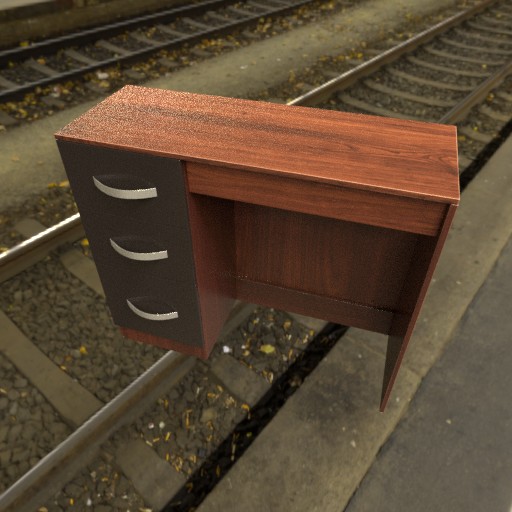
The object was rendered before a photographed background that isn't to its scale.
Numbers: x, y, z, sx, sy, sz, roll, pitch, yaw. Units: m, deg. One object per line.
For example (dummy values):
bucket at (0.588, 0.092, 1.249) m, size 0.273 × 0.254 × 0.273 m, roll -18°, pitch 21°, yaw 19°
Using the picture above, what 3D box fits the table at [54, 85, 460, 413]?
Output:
table at (0.000, 0.000, 1.334) m, size 0.930 × 0.790 × 0.380 m, roll 12°, pitch 42°, yaw 13°
